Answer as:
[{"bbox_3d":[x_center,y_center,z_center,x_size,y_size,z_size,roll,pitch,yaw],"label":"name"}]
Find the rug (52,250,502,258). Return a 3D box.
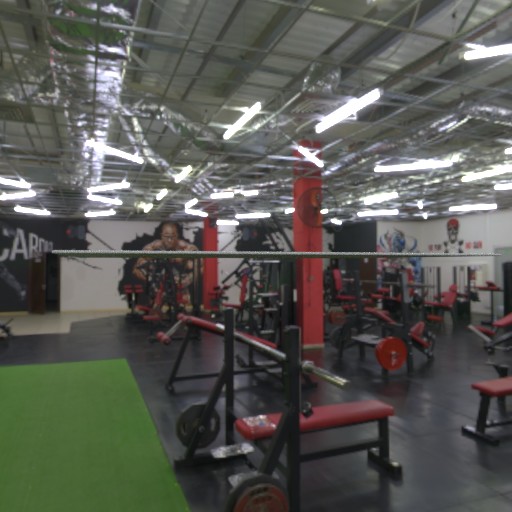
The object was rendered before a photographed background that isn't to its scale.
[{"bbox_3d":[0.000,0.000,4.008,3.123,0.017,2.447,0,-1,-19],"label":"rug"}]
